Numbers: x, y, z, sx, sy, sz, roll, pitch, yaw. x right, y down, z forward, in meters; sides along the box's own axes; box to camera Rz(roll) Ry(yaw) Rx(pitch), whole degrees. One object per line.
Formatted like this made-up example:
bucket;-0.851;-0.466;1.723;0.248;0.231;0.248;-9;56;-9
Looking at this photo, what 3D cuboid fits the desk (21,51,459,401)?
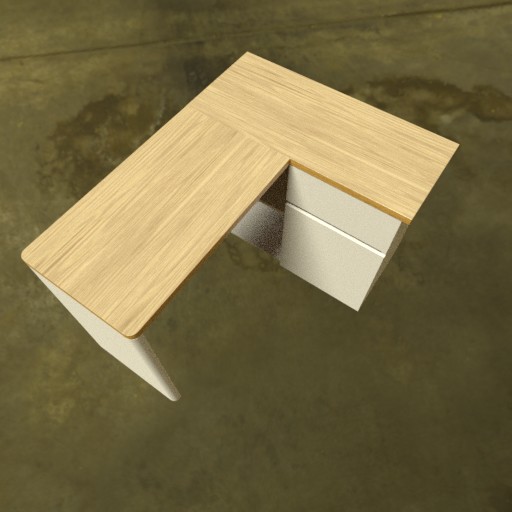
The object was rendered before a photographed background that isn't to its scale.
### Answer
desk;0.000;0.000;1.744;0.900;0.760;1.170;31;64;17
